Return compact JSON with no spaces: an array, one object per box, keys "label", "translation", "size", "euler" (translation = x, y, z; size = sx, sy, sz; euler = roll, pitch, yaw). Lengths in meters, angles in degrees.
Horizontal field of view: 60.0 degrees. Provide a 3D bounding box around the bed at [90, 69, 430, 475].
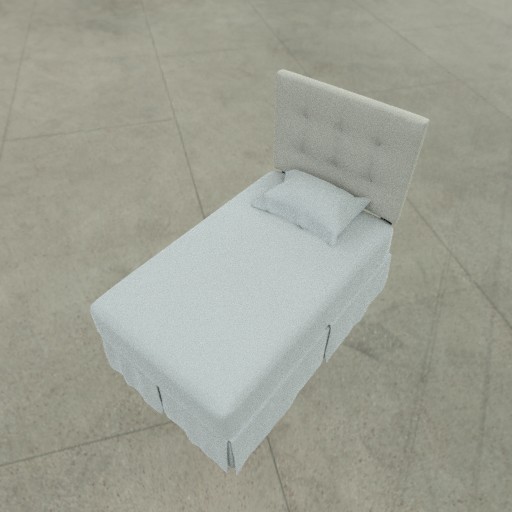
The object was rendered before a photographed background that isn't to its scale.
[{"label":"bed","translation":[0.000,0.000,2.968],"size":[1.261,1.571,1.997],"euler":[31,53,26]}]
